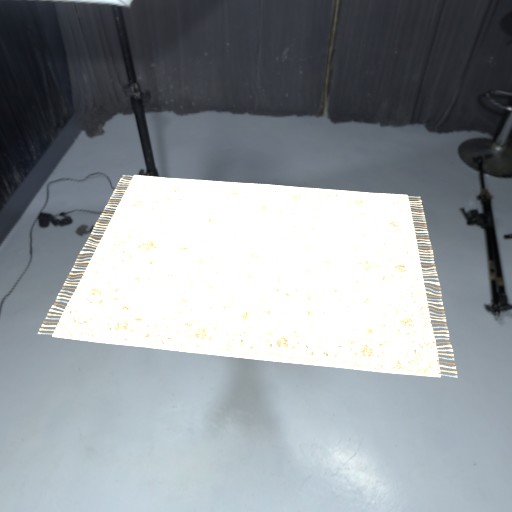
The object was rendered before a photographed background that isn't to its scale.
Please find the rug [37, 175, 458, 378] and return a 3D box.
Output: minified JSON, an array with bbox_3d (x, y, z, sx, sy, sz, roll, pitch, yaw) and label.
[{"bbox_3d":[0.000,0.000,2.338,1.861,0.017,1.218,5,47,5],"label":"rug"}]
